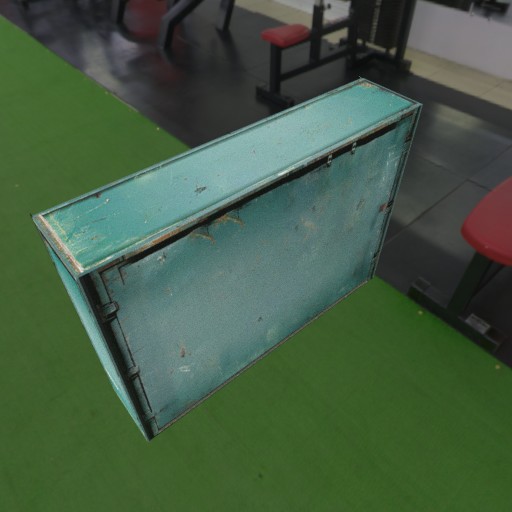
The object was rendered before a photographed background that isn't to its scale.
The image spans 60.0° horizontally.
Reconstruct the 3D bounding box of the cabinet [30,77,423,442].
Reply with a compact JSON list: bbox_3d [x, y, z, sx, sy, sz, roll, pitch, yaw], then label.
[{"bbox_3d":[0.000,0.000,3.944,3.001,2.160,0.680,-31,53,-26],"label":"cabinet"}]
